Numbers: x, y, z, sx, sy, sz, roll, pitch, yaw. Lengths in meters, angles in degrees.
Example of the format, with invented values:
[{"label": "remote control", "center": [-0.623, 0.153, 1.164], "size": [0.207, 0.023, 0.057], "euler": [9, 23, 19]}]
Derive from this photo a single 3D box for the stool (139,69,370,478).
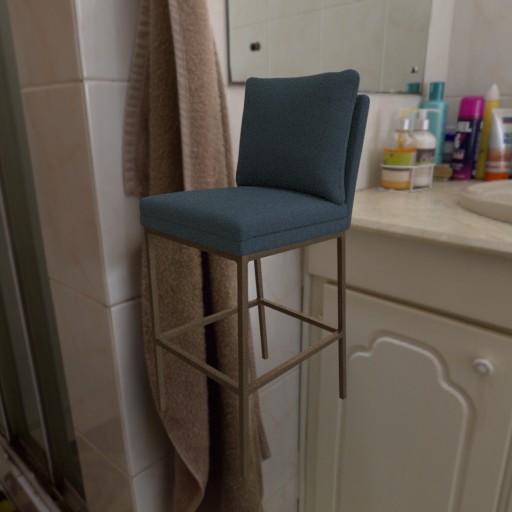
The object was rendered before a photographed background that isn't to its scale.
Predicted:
[{"label": "stool", "center": [0.000, 0.000, 1.436], "size": [0.568, 1.124, 0.463], "euler": [-17, 24, -42]}]
